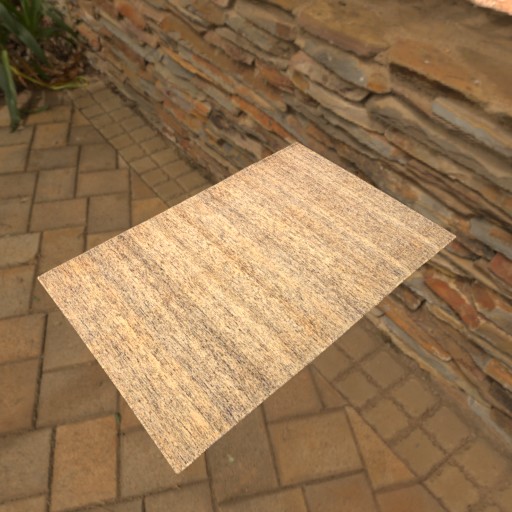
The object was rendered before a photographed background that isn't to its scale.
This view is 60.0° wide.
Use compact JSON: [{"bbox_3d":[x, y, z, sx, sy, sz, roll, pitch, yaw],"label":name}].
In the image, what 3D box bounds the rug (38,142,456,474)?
[{"bbox_3d":[0.000,0.000,2.326,1.846,0.014,1.243,-33,55,-27],"label":"rug"}]
